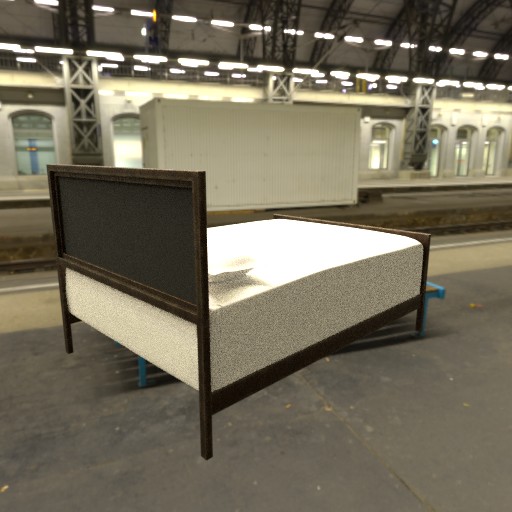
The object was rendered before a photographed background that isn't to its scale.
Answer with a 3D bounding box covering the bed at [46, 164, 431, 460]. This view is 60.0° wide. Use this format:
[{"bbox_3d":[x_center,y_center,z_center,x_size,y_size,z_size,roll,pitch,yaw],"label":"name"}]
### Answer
[{"bbox_3d":[0.000,0.000,3.210,2.221,1.313,1.607,-13,18,-43],"label":"bed"}]
